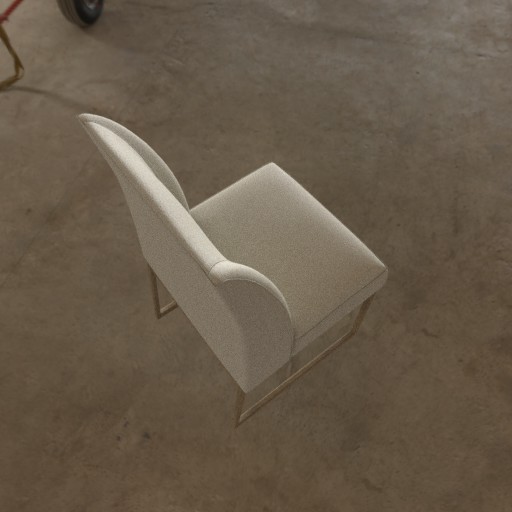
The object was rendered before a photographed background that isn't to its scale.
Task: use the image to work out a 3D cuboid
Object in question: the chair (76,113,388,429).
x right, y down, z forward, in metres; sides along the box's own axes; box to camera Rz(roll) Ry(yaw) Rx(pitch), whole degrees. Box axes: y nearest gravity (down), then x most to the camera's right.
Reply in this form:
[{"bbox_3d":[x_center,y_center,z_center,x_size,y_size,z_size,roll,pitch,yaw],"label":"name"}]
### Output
[{"bbox_3d":[0.000,0.000,1.169,0.522,0.863,0.508,-32,63,-19],"label":"chair"}]
